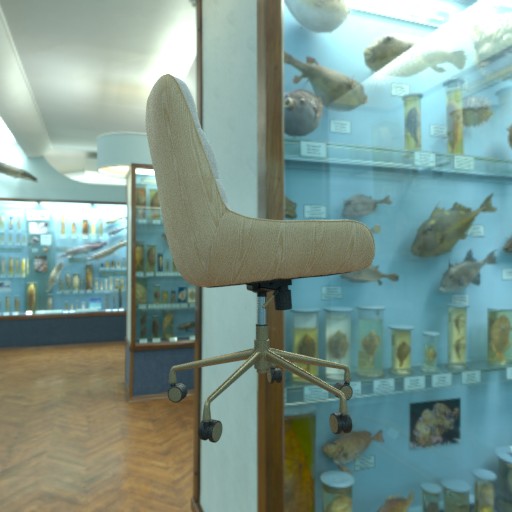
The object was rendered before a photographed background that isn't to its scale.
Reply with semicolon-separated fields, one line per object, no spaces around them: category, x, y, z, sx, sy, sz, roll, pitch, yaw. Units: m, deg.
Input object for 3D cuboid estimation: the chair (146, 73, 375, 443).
chair;0.000;0.000;1.387;0.668;0.952;0.564;0;-1;-18
